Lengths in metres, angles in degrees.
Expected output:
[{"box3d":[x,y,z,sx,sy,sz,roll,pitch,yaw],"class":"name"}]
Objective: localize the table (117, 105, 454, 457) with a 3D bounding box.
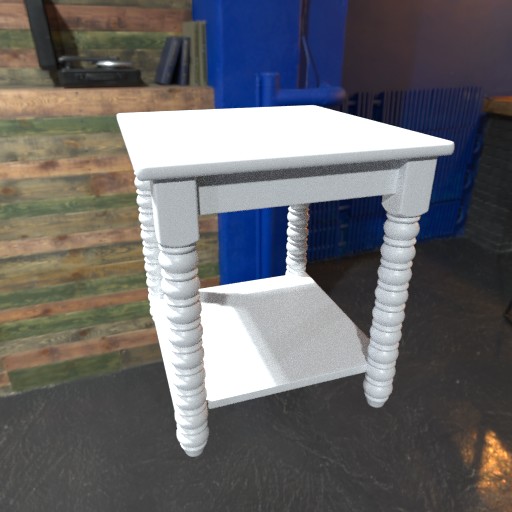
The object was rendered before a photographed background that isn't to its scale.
[{"box3d":[0.000,0.000,0.982,0.500,0.563,0.533,-8,26,-17],"class":"table"}]
